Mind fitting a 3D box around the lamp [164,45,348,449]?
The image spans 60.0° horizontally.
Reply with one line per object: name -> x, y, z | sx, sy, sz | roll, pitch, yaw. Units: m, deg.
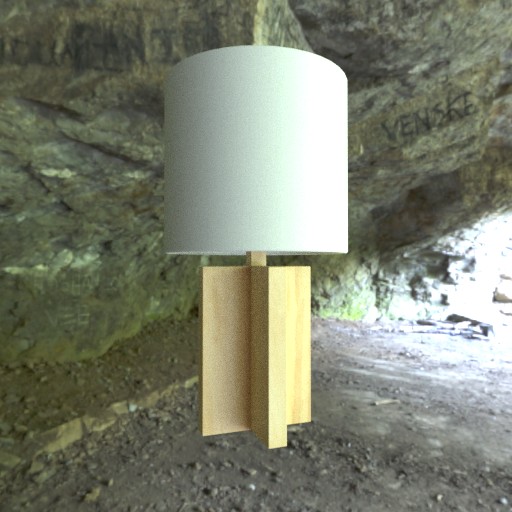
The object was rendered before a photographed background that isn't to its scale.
lamp -> 0.000, 0.000, 0.563 | 0.229, 0.428, 0.229 | 0, -1, -20
